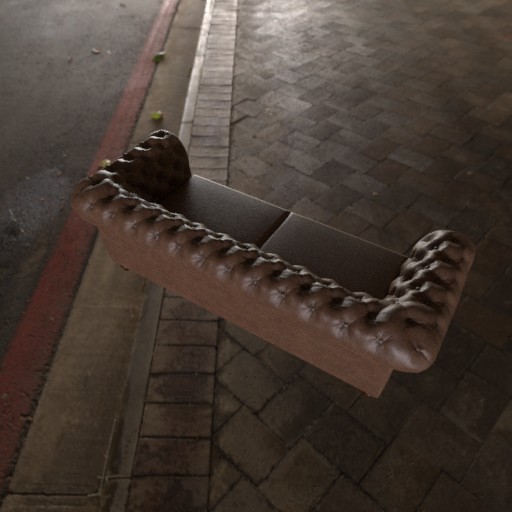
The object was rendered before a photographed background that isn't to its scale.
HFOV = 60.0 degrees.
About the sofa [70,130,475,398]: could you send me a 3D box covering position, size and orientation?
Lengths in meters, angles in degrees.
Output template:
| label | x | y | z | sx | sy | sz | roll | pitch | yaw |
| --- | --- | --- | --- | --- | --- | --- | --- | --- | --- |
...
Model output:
| label | x | y | z | sx | sy | sz | roll | pitch | yaw |
| --- | --- | --- | --- | --- | --- | --- | --- | --- | --- |
| sofa | 0.000 | 0.000 | 2.870 | 2.385 | 0.783 | 0.944 | 24 | 50 | 22 |
